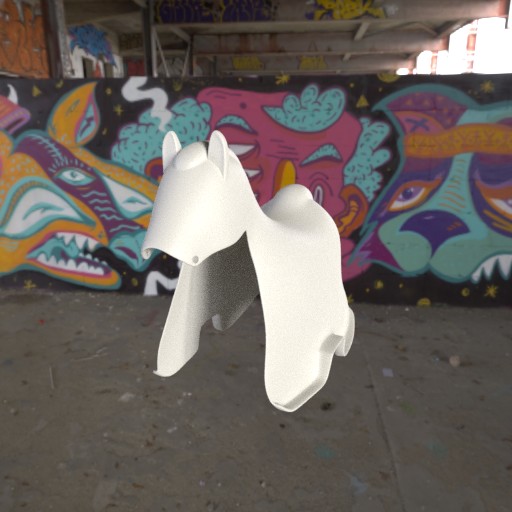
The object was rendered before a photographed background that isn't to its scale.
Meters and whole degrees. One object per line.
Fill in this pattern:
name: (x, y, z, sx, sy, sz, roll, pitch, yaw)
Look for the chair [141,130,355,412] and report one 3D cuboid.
chair: (0.000, 0.000, 1.136, 0.429, 0.612, 0.800, 7, 17, 25)
